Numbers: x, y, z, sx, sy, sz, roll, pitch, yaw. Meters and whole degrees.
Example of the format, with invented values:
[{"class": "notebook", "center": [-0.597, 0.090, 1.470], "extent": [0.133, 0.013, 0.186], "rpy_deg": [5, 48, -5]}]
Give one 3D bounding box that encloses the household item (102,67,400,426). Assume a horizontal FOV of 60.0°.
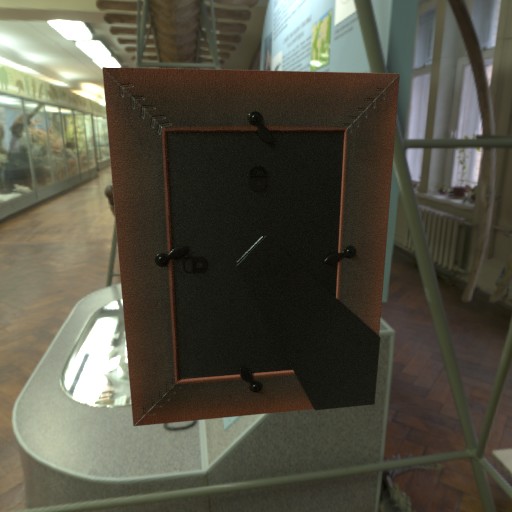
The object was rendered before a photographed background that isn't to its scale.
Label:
[{"class": "household item", "center": [0.000, 0.000, 0.281], "extent": [0.165, 0.216, 0.025], "rpy_deg": [-2, 15, -9]}]
